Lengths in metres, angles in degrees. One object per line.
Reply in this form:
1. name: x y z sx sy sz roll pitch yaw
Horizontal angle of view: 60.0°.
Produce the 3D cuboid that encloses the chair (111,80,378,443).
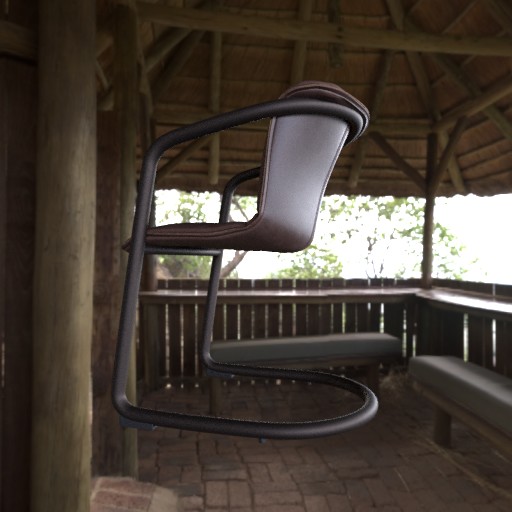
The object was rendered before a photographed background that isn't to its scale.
1. chair: 0.000 0.000 1.254 0.664 0.836 0.536 0 -1 19
